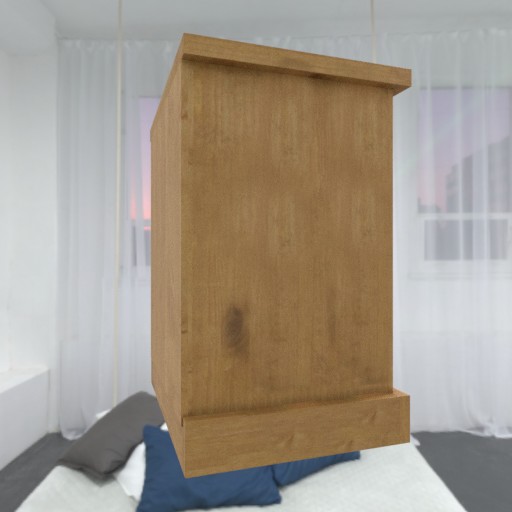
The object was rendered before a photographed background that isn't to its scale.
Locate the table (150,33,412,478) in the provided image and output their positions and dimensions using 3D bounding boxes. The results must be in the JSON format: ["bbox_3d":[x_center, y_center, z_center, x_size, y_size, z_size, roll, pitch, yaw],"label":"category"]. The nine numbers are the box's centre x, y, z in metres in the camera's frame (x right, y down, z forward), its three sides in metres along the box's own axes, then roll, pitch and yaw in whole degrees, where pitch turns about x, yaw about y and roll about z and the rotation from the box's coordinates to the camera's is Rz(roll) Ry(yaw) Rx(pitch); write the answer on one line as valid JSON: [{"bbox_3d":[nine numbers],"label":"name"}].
[{"bbox_3d":[0.000,0.000,1.198,0.500,0.813,0.660,0,0,-19],"label":"table"}]
